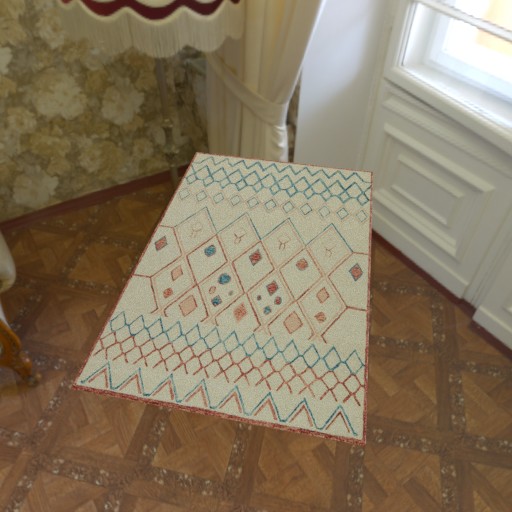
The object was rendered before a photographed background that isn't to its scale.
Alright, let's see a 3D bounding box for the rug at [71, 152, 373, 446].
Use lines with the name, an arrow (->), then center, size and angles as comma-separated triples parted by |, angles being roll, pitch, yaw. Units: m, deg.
rug -> 0.000, 0.000, 2.402 | 1.219, 0.016, 1.829 | 8, 46, 8
